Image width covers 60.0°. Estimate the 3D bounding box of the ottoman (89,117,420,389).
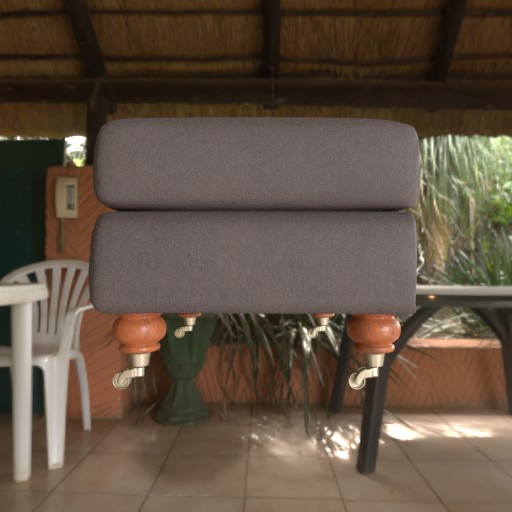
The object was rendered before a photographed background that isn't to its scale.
[{"bbox_3d":[0.000,0.000,1.103,0.574,0.497,0.773,0,-2,0],"label":"ottoman"}]
